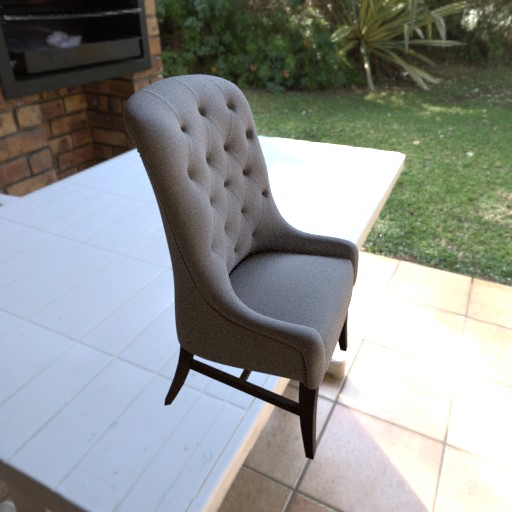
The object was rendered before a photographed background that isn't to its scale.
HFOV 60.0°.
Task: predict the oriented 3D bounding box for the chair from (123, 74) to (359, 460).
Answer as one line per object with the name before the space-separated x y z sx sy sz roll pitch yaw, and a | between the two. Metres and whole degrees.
chair | 0.000 0.000 1.489 0.629 1.091 0.634 11 32 18
